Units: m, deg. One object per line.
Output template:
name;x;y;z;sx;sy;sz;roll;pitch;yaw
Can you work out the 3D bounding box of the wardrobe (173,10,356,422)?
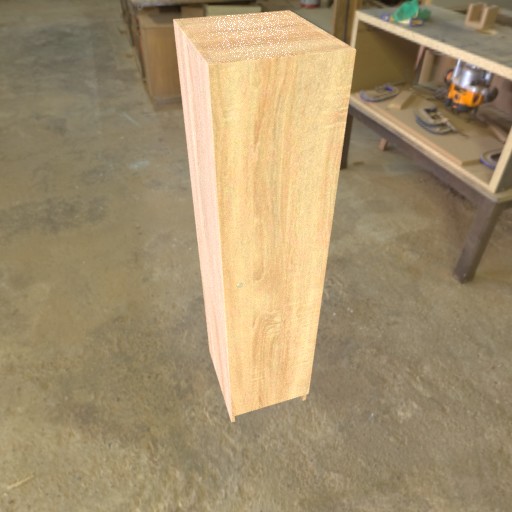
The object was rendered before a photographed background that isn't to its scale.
wardrobe;0.000;0.000;2.286;0.496;2.117;0.588;-12;42;-14
